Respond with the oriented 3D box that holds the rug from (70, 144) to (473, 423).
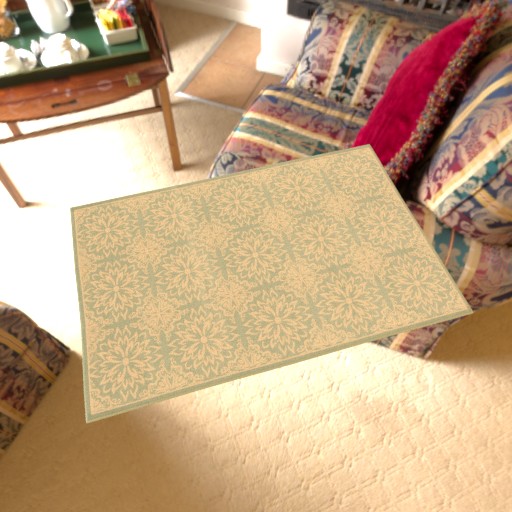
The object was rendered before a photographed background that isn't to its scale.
[{"bbox_3d":[0.000,0.000,3.470,2.746,0.018,1.819,-14,58,-9],"label":"rug"}]
